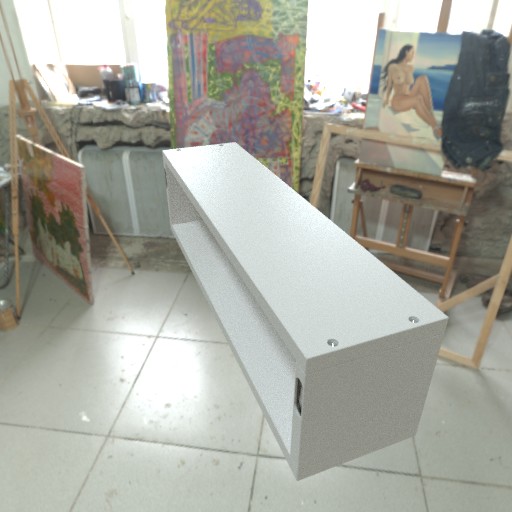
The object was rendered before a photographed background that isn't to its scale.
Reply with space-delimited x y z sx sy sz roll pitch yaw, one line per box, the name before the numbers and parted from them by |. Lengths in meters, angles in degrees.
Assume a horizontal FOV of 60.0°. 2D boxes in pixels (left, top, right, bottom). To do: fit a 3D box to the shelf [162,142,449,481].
shelf | 0.000 0.000 0.680 0.150 0.170 0.610 -11 33 -18
